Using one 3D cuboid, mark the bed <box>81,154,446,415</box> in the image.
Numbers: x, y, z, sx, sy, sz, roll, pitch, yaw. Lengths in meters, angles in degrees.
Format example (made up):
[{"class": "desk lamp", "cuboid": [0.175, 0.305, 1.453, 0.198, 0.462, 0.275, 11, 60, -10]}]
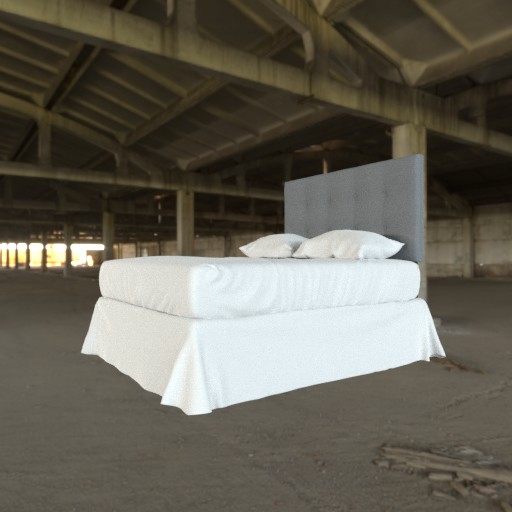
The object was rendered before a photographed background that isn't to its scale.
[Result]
[{"class": "bed", "cuboid": [0.000, 0.000, 3.488, 2.222, 1.577, 1.936, 0, 0, -35]}]
